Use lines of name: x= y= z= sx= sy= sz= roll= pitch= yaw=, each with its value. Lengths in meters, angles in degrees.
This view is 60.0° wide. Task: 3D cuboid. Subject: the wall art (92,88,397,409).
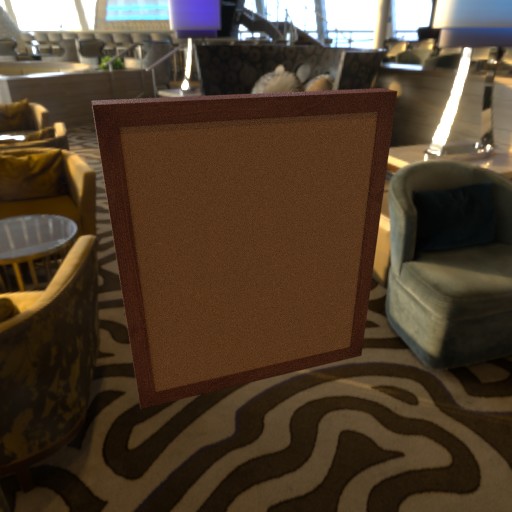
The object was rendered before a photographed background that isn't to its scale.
wall art: x=0.000 y=0.000 z=0.555 sx=0.330 sy=0.381 sz=0.030 roll=-9 pitch=28 yaw=-17
